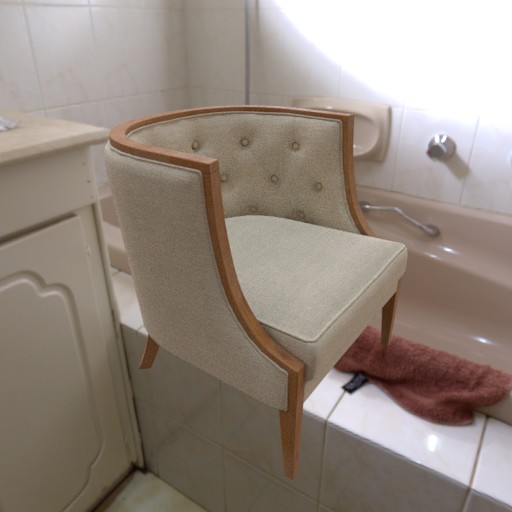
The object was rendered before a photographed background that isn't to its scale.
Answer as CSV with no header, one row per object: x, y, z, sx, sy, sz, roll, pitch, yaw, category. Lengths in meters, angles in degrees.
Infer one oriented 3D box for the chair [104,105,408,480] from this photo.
0.000,0.000,1.366,0.757,0.775,0.711,18,33,31,chair
